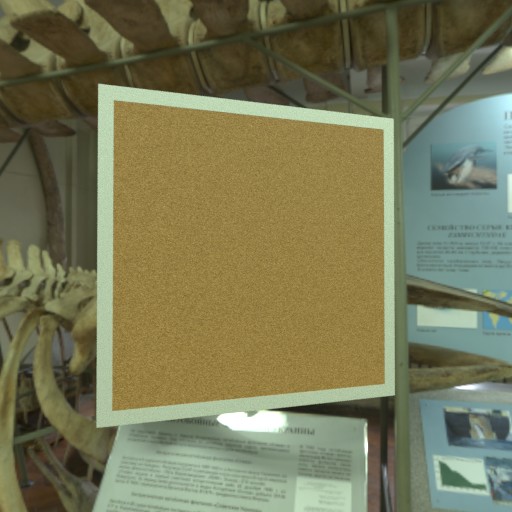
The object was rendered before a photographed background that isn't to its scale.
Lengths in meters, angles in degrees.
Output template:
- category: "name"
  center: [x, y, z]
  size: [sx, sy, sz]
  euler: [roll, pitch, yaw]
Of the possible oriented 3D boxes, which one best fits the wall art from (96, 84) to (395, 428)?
- category: "wall art"
  center: [0.000, 0.000, 0.454]
  size: [0.305, 0.302, 0.038]
  euler: [0, -1, -18]
